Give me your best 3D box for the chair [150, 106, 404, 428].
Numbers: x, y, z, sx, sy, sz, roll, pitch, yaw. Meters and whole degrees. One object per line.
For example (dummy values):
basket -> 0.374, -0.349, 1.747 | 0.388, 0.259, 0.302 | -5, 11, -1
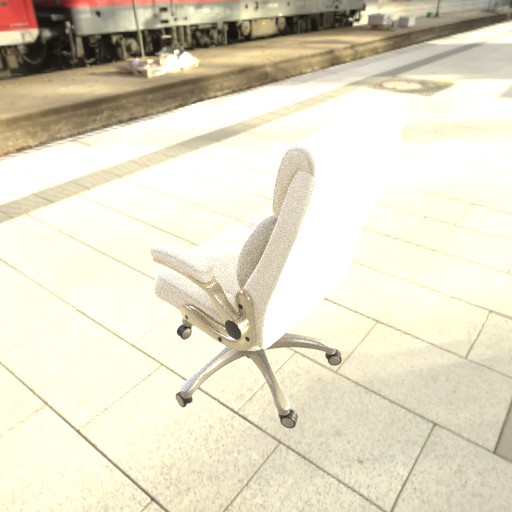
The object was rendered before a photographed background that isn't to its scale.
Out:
chair -> 0.000, 0.000, 1.635 | 0.794, 1.110, 0.740 | 21, 37, 29
